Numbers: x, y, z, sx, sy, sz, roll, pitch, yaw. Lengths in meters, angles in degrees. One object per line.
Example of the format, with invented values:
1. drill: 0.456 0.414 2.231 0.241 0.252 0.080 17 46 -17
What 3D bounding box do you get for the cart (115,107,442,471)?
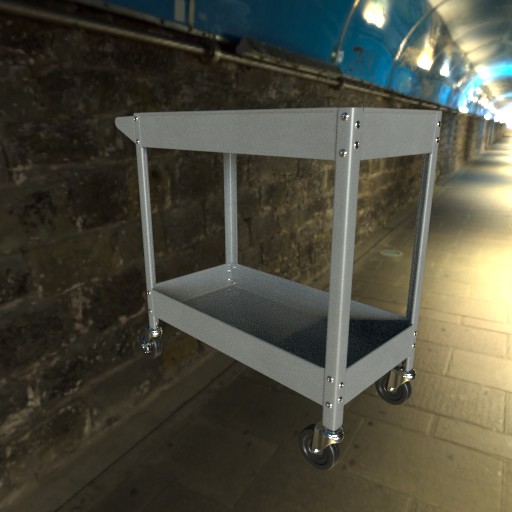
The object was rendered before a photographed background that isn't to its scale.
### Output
1. cart: 0.000 0.000 1.165 0.779 0.719 0.366 16 23 43
